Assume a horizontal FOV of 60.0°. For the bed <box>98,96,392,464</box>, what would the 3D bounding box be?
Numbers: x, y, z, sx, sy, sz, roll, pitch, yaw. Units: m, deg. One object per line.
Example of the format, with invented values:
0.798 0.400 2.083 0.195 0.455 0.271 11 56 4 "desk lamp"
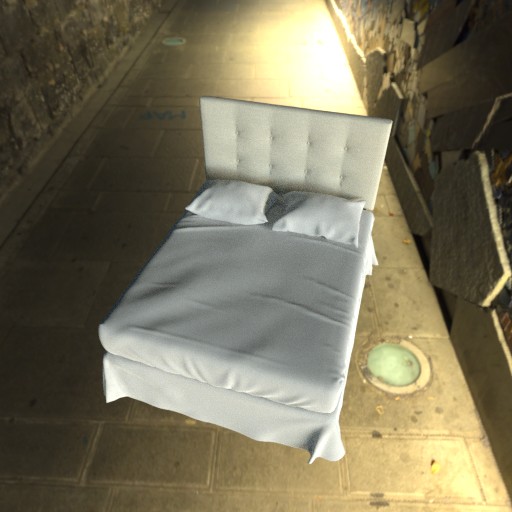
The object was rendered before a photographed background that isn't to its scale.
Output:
0.000 0.000 3.455 1.936 1.577 2.222 12 43 13 "bed"
